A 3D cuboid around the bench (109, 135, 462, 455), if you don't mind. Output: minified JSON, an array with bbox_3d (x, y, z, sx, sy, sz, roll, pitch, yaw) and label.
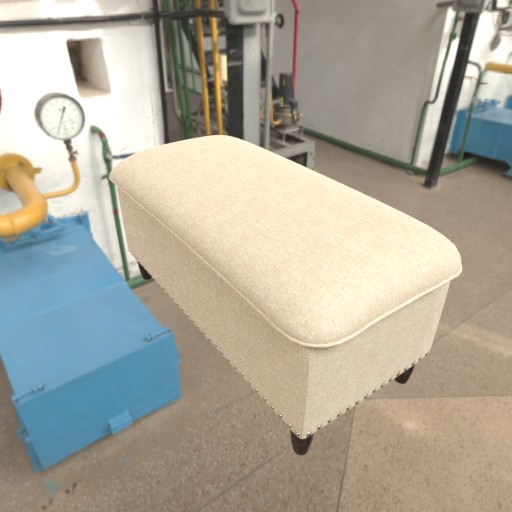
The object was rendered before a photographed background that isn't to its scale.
[{"bbox_3d":[0.000,0.000,1.268,0.483,0.483,0.991,-21,38,-30],"label":"bench"}]
